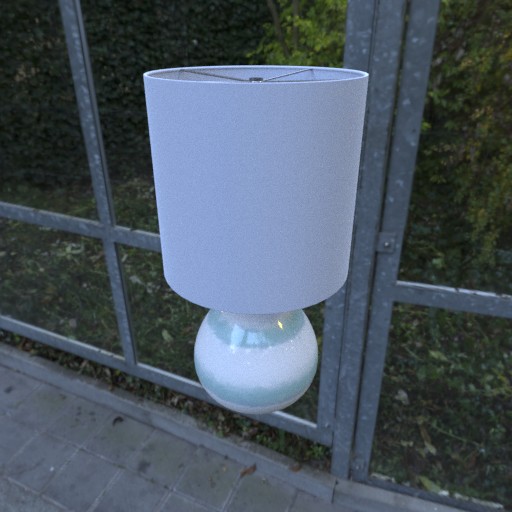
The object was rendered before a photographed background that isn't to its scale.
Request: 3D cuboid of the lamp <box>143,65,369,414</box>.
[{"bbox_3d":[0.000,0.000,0.526,0.217,0.404,0.217,19,32,33],"label":"lamp"}]
